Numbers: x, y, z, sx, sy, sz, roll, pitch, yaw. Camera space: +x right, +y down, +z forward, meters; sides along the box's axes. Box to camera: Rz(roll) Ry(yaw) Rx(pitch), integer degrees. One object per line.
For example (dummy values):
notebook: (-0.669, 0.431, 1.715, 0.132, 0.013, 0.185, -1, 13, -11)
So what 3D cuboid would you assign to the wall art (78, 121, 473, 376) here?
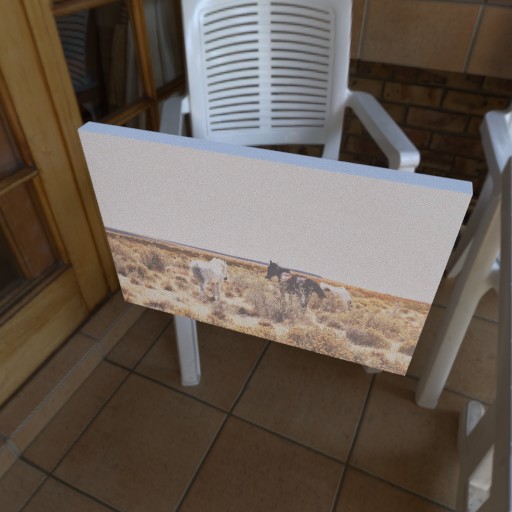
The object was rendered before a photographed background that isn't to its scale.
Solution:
wall art: (0.000, 0.000, 1.197, 0.914, 0.610, 0.050, 12, 42, 14)
